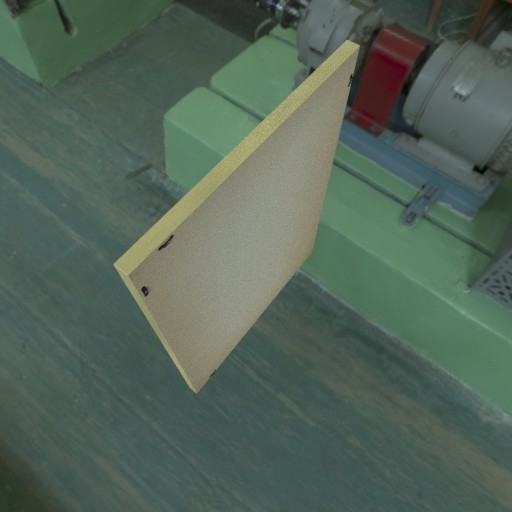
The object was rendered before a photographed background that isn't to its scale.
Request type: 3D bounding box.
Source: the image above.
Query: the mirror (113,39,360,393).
[{"bbox_3d":[0.000,0.000,1.356,0.040,1.016,0.762,34,67,17],"label":"mirror"}]
